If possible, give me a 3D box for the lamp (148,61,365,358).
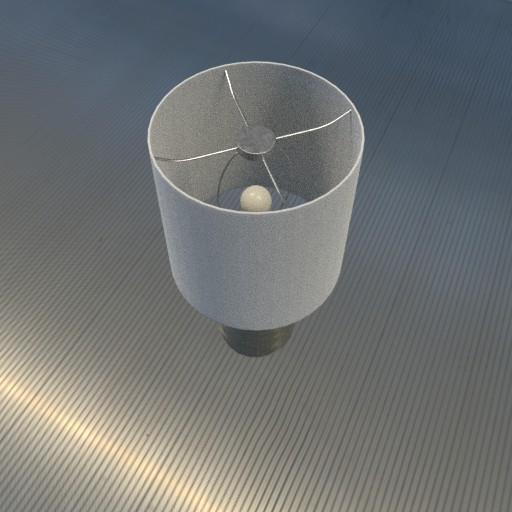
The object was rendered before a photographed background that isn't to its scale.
[{"bbox_3d":[0.000,0.000,0.494,0.186,0.369,0.186,0,58,0],"label":"lamp"}]
